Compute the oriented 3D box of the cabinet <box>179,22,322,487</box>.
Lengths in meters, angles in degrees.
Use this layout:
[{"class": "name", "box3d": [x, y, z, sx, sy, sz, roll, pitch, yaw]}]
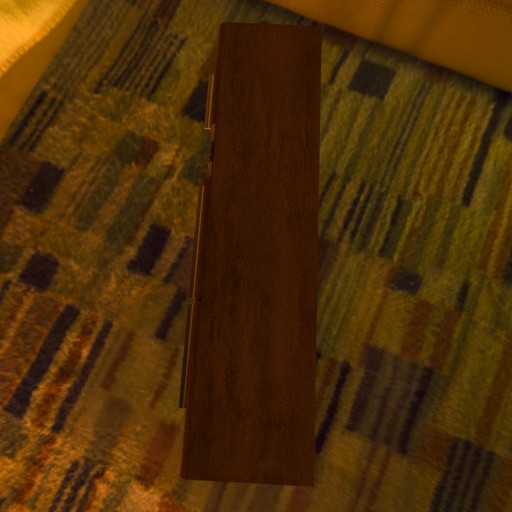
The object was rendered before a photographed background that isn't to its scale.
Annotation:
[{"class": "cabinet", "box3d": [0.000, 0.000, 1.926, 0.420, 0.900, 1.600, 3, 75, 1]}]
